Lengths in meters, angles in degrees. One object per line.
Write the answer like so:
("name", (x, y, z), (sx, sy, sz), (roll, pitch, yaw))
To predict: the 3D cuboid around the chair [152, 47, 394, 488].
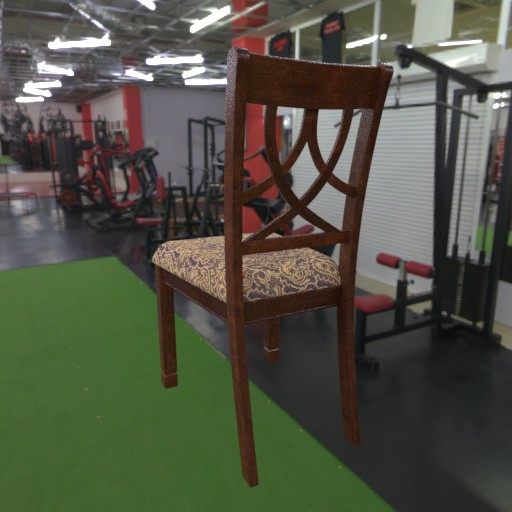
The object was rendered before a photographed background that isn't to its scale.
("chair", (0.000, 0.000, 1.261), (0.457, 0.965, 0.584), (-7, 16, -27))
